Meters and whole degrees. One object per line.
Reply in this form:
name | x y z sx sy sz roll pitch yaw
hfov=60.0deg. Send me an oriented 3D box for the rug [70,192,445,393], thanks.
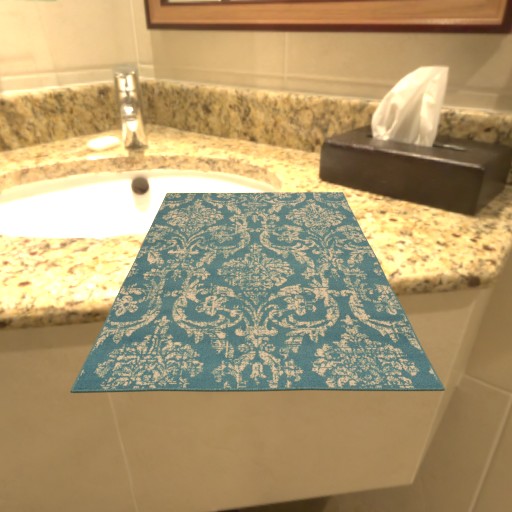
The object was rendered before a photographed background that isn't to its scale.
rug | 0.000 0.000 2.235 1.211 0.012 1.833 0 28 0
